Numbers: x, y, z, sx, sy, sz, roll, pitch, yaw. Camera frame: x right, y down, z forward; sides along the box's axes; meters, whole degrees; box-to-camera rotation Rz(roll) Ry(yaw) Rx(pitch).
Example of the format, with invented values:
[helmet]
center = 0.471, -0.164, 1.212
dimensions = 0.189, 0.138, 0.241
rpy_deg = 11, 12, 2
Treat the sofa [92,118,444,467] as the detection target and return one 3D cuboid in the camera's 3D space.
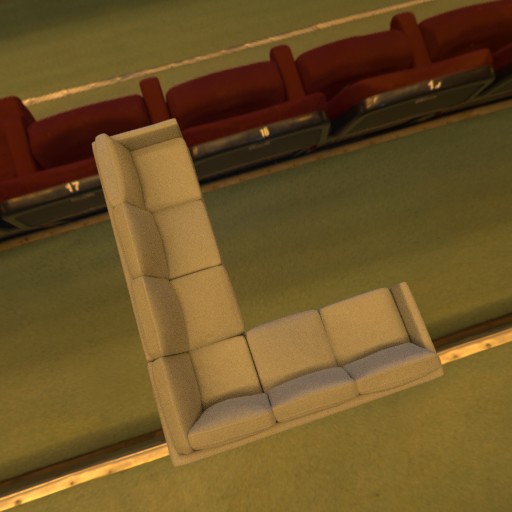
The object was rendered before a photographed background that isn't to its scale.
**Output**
[sofa]
center = 0.000, 0.000, 4.514
dimensions = 2.592, 0.947, 3.301
rpy_deg = -17, 76, -4
